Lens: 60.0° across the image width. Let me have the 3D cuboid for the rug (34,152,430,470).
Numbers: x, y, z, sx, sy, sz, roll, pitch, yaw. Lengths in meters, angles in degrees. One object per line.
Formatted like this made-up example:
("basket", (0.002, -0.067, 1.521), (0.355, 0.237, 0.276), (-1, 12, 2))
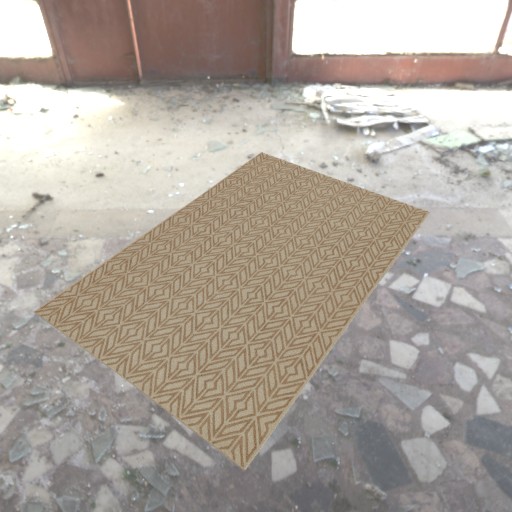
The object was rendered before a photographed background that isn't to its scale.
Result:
("rug", (0.000, 0.000, 2.333), (1.220, 0.007, 1.828), (26, 48, 26))
